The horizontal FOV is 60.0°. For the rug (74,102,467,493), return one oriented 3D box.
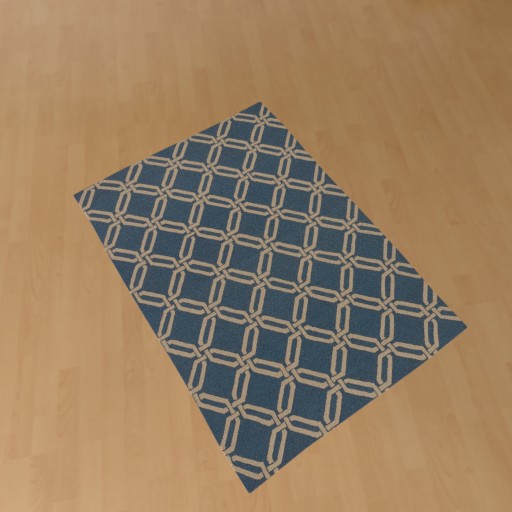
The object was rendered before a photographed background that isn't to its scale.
[{"bbox_3d":[0.000,0.000,2.748,1.524,0.013,2.135,-31,68,-14],"label":"rug"}]
